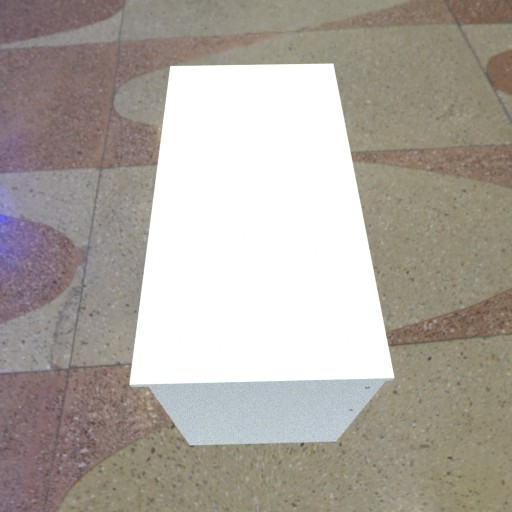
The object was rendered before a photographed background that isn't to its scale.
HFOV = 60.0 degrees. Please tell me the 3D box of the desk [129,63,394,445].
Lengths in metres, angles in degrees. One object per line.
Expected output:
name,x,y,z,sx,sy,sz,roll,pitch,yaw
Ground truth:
desk,0.000,0.000,1.537,0.560,0.730,1.096,-1,57,-1
